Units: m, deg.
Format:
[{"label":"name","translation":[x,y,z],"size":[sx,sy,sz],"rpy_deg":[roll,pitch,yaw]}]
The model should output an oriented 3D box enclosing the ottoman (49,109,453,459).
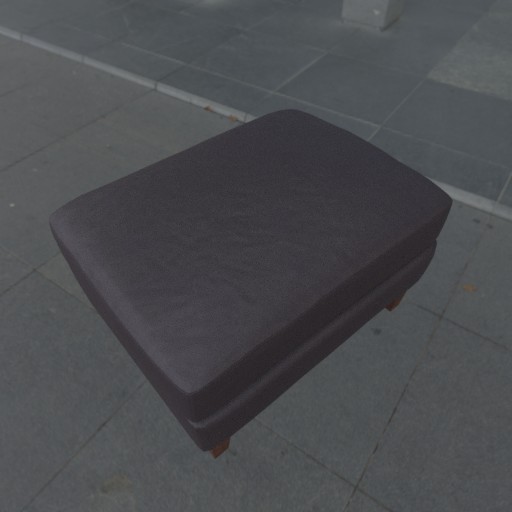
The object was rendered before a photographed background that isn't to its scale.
[{"label":"ottoman","translation":[0.000,0.000,1.262],"size":[0.887,0.529,0.659],"rpy_deg":[-32,55,-26]}]
